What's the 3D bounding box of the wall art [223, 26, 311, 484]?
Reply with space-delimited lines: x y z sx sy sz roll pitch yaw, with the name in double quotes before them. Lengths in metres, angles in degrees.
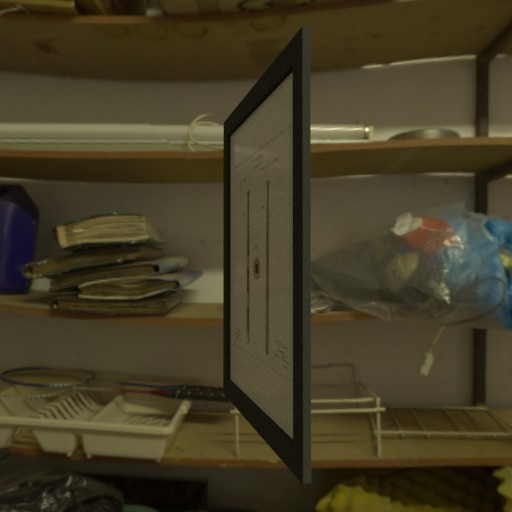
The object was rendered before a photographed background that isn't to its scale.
"wall art" 0.000 0.000 0.689 0.012 0.529 0.374 0 -1 -18
